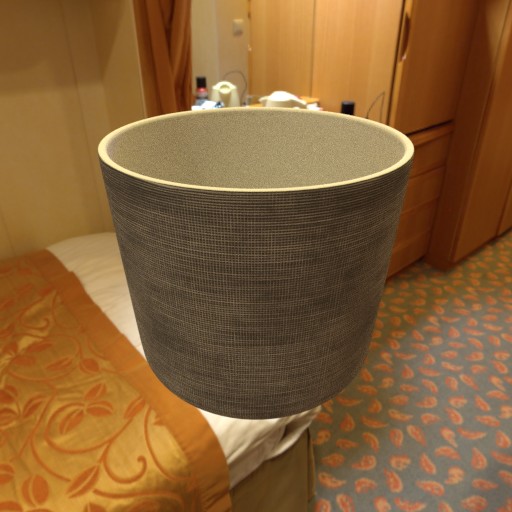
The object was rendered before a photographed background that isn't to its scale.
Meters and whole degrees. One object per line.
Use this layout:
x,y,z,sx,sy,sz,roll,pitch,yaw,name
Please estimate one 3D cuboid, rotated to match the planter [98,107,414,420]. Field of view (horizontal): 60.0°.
0.000,0.000,0.741,0.440,0.398,0.440,0,29,0,planter
